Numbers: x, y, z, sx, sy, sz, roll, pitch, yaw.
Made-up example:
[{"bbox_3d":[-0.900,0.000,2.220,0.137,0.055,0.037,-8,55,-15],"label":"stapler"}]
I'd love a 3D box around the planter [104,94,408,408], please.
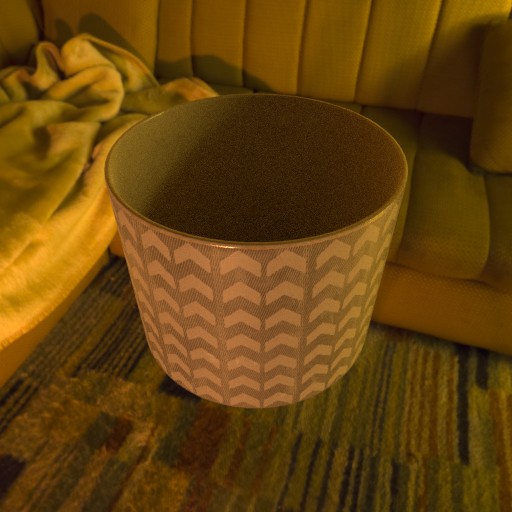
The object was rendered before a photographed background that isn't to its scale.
[{"bbox_3d":[0.000,0.000,0.455,0.250,0.239,0.250,0,42,0],"label":"planter"}]
